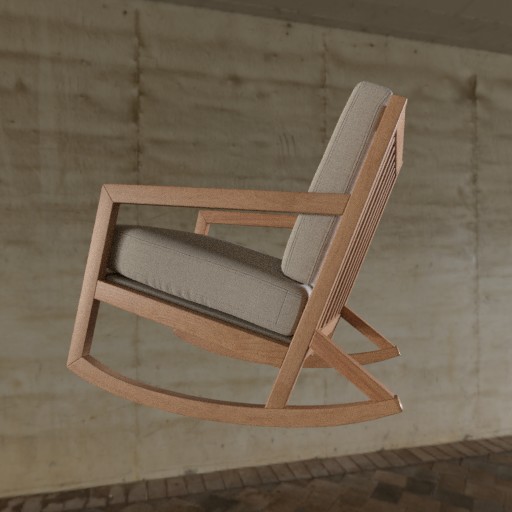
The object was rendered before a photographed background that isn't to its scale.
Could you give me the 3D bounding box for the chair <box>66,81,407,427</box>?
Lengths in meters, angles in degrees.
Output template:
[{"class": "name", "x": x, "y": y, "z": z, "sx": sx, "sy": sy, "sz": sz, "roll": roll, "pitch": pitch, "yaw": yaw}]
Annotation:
[{"class": "chair", "x": 0.000, "y": 0.000, "z": 1.344, "sx": 0.857, "sy": 0.790, "sz": 0.622, "roll": 0, "pitch": -1, "yaw": 17}]
